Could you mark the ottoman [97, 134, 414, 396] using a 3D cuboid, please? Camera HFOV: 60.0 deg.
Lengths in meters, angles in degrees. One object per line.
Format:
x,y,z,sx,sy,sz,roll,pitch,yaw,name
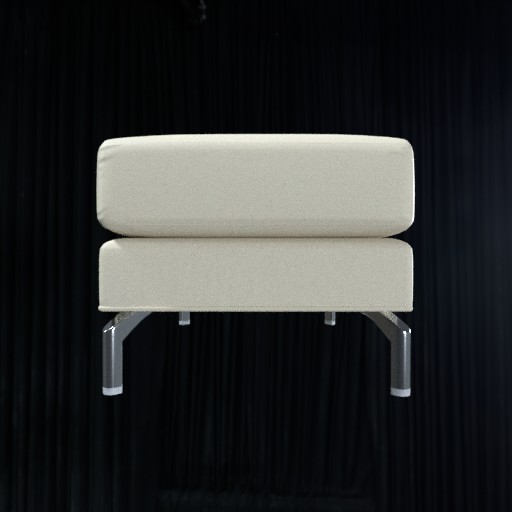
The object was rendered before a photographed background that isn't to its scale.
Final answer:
0.000,0.000,1.198,0.581,0.497,0.835,0,1,0,ottoman
